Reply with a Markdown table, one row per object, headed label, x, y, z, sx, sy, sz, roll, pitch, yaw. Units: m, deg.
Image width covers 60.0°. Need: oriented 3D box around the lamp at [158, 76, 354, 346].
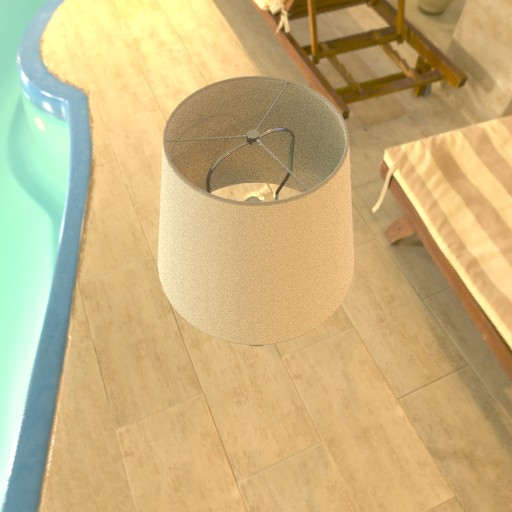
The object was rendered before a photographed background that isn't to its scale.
| label | x | y | z | sx | sy | sz | roll | pitch | yaw |
| --- | --- | --- | --- | --- | --- | --- | --- | --- | --- |
| lamp | 0.000 | 0.000 | 0.814 | 0.355 | 0.582 | 0.355 | 0 | 57 | 0 |
